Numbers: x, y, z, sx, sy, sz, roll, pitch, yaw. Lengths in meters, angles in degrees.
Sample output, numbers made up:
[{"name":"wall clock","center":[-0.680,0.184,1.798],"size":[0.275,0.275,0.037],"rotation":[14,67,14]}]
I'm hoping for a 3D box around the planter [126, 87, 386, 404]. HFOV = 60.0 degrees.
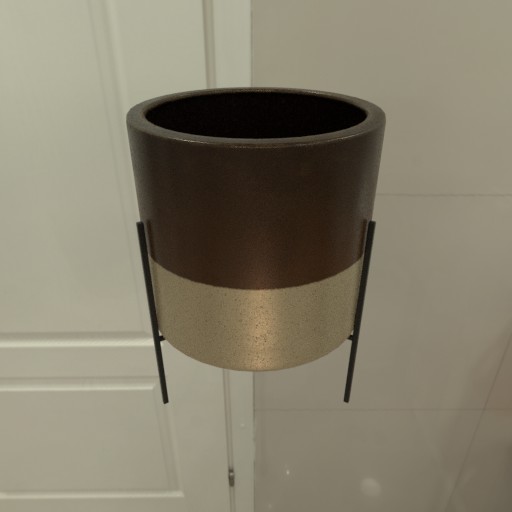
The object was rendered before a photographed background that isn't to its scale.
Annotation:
[{"name":"planter","center":[0.000,0.000,0.717],"size":[0.345,0.465,0.354],"rotation":[0,30,0]}]
